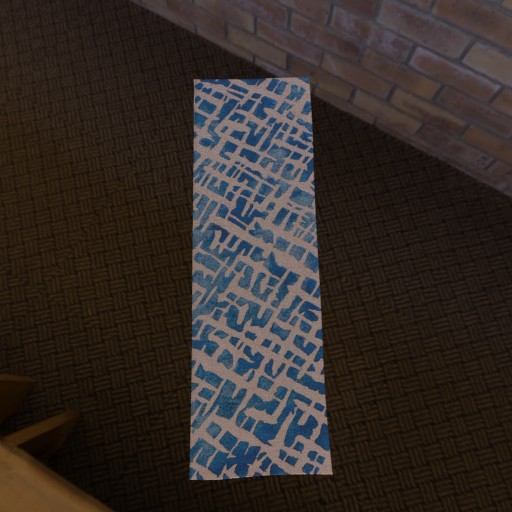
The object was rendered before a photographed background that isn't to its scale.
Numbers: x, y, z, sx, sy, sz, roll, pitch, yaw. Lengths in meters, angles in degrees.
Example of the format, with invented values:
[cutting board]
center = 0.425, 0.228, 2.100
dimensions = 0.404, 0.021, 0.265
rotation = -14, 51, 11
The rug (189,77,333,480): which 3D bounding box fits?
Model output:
[rug]
center = 0.000, 0.000, 2.662
dimensions = 0.768, 0.011, 2.446
rotation = -1, 76, 0
